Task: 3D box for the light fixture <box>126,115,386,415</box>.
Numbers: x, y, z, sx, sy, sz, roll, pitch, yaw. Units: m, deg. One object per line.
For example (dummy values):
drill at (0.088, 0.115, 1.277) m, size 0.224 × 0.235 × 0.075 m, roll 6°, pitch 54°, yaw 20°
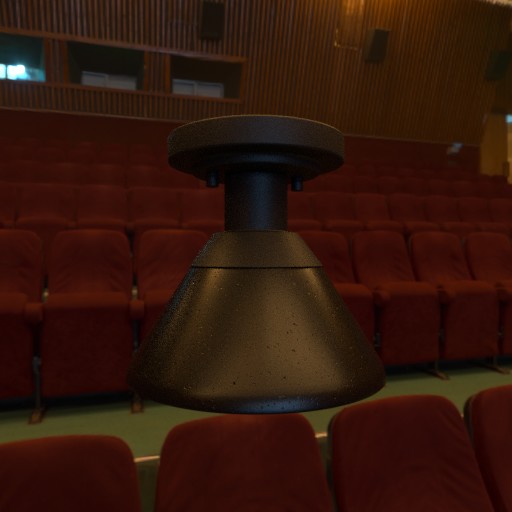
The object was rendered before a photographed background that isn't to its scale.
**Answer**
light fixture at (0.000, 0.000, 0.355) m, size 0.200 × 0.183 × 0.200 m, roll 0°, pitch 0°, yaw 0°
